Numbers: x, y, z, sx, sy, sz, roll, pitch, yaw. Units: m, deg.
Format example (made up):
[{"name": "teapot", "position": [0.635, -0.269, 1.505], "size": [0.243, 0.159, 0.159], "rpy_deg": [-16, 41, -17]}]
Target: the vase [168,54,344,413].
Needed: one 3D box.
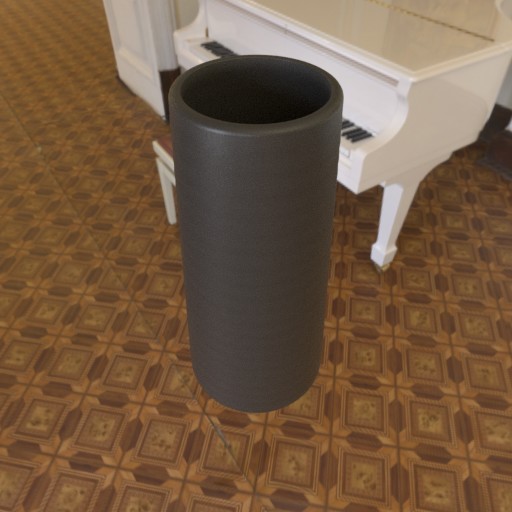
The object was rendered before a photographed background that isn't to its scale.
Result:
[{"name": "vase", "position": [0.000, 0.000, 0.369], "size": [0.136, 0.289, 0.136], "rpy_deg": [-16, 47, -15]}]
